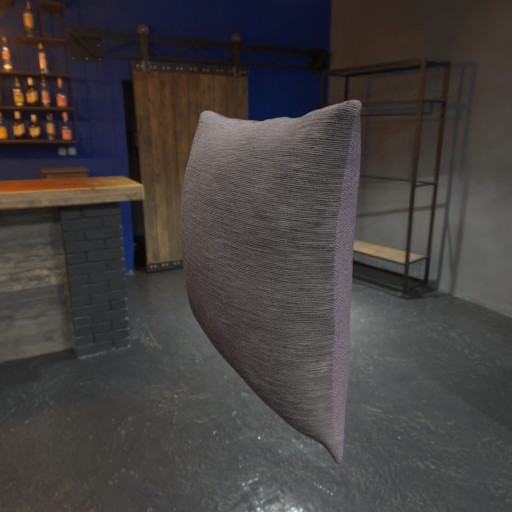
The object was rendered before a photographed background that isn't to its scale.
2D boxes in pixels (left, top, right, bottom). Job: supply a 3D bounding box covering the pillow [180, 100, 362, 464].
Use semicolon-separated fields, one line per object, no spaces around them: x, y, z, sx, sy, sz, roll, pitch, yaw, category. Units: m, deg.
0.000;0.000;0.683;0.204;0.439;0.452;-8;18;-25;pillow
